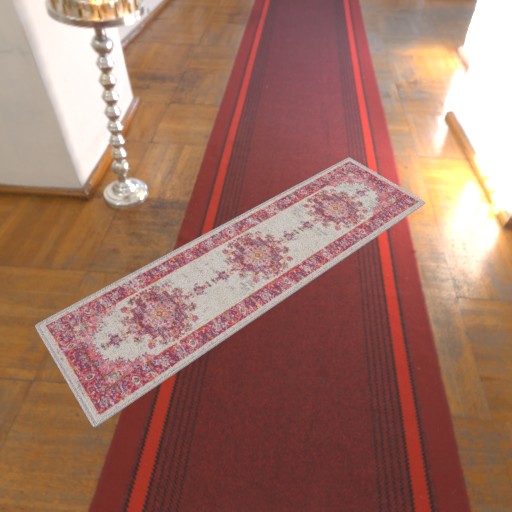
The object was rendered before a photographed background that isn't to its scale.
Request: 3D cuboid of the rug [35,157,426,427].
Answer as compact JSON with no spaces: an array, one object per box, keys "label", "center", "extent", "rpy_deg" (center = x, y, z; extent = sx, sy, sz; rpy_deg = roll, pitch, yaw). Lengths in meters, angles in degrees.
[{"label":"rug","center":[0.000,0.000,2.518],"extent":[2.294,0.011,0.666],"rpy_deg":[-31,54,-26]}]
